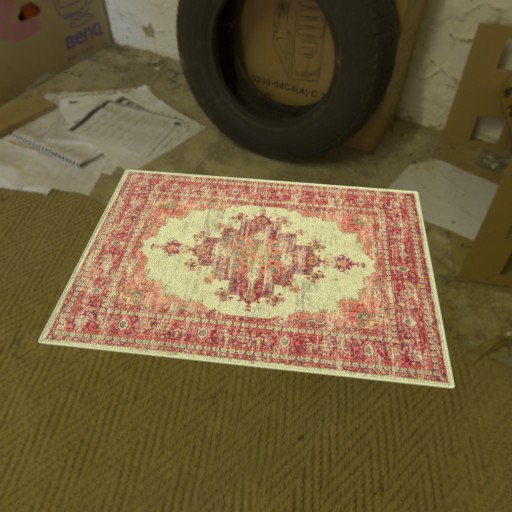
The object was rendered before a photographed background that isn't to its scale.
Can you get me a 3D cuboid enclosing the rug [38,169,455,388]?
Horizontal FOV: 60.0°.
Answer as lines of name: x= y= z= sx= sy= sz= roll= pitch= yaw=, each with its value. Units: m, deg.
rug: x=0.000 y=0.000 z=2.240 sx=1.747 sy=0.011 sz=1.217 roll=5 pitch=48 yaw=5
